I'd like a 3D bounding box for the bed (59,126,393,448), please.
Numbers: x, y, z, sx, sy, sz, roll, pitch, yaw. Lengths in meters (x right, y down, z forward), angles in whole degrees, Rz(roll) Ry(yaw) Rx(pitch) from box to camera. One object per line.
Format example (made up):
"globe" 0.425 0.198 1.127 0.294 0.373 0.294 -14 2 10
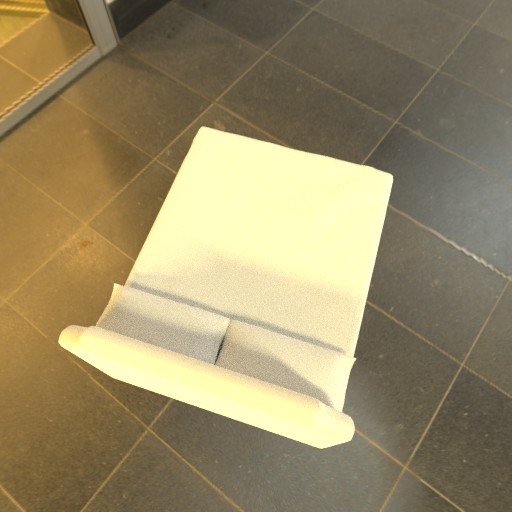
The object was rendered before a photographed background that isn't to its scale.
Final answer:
"bed" 0.000 0.000 3.857 2.134 1.524 2.548 16 66 7
